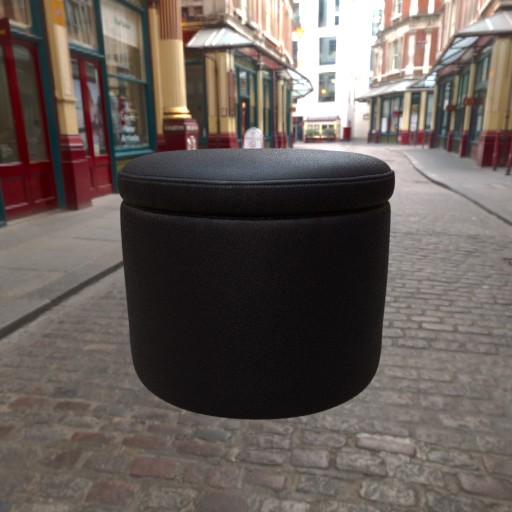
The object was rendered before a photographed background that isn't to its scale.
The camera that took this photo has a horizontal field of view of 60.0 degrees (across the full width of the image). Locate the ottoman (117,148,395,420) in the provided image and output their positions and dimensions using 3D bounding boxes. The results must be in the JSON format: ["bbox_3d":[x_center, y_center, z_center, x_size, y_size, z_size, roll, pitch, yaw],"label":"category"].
[{"bbox_3d":[0.000,0.000,0.873,0.501,0.409,0.501,0,15,0],"label":"ottoman"}]
